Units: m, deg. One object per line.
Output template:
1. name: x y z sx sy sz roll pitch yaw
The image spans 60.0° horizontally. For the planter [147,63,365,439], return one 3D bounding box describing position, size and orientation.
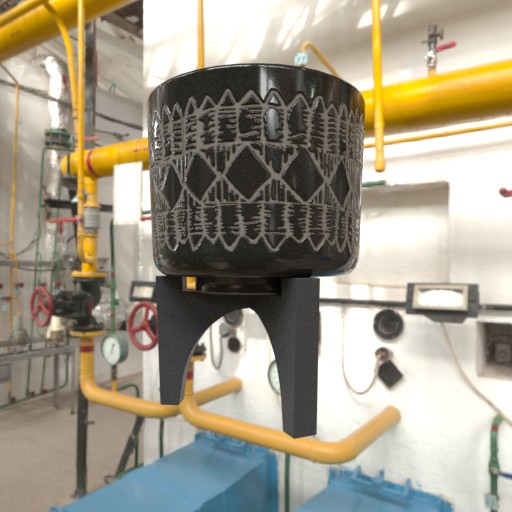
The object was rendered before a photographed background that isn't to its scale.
1. planter: 0.000 0.000 0.267 0.129 0.177 0.129 0 -1 0
